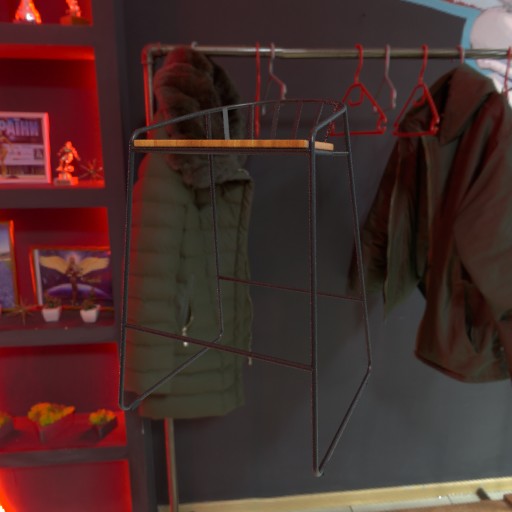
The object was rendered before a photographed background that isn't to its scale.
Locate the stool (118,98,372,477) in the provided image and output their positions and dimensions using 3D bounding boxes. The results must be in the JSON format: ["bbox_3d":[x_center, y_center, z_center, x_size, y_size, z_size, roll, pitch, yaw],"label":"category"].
[{"bbox_3d":[0.000,0.000,1.161,0.546,0.812,0.521,7,16,26],"label":"stool"}]
